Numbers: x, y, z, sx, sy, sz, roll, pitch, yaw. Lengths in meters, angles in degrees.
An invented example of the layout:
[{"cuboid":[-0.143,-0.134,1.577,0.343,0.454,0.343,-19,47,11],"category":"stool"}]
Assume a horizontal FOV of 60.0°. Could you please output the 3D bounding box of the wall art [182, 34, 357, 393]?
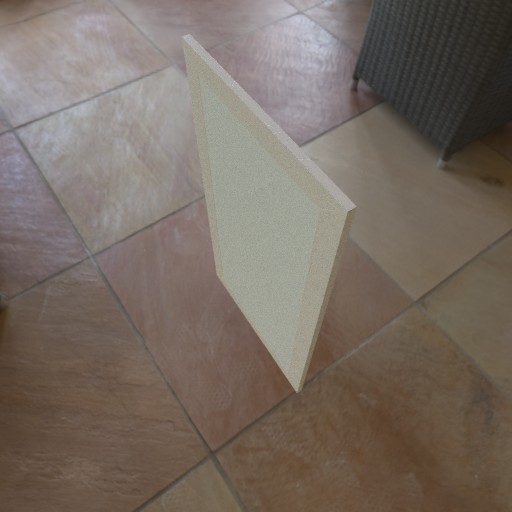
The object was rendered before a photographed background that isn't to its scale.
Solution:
[{"cuboid":[0.000,0.000,0.841,0.013,0.683,0.380,-28,62,-17],"category":"wall art"}]
